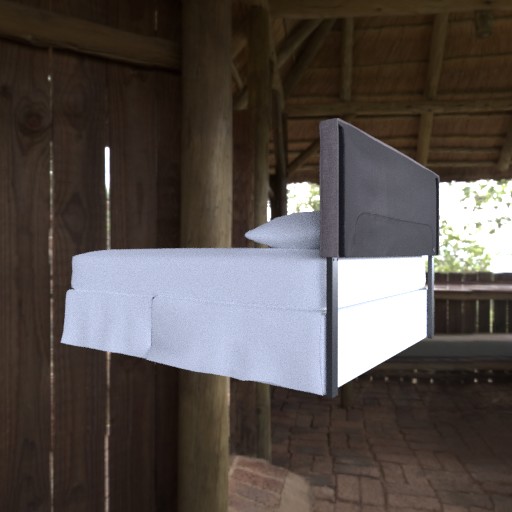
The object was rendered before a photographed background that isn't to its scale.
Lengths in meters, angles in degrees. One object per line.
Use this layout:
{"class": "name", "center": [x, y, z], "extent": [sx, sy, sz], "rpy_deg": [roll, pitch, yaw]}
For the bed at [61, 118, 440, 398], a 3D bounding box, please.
{"class": "bed", "center": [0.000, 0.000, 2.864], "extent": [1.894, 1.089, 1.610], "rpy_deg": [0, 0, 36]}
